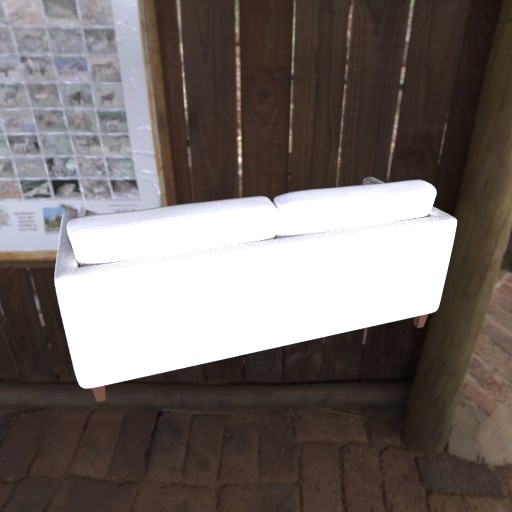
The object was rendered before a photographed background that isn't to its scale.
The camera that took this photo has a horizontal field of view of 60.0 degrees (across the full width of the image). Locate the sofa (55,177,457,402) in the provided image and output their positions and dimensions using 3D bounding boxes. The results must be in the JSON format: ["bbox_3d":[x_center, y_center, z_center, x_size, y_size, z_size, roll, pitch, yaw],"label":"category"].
[{"bbox_3d":[0.000,0.000,2.679,2.139,0.933,0.924,-9,28,-17],"label":"sofa"}]
